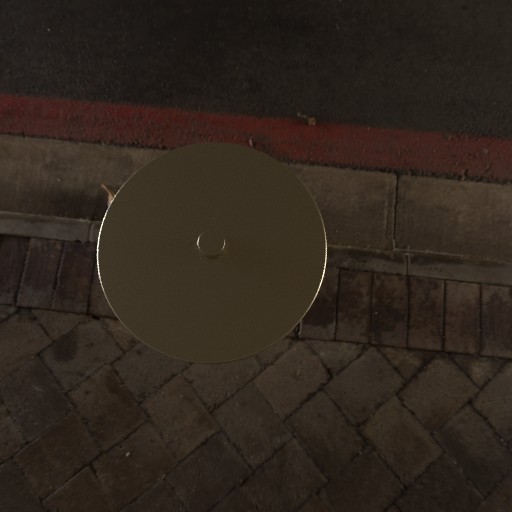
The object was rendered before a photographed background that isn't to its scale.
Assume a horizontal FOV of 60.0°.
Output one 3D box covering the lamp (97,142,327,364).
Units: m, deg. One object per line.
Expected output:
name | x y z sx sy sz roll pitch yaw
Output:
lamp | 0.000 0.000 0.692 0.229 0.508 0.369 37 78 9
